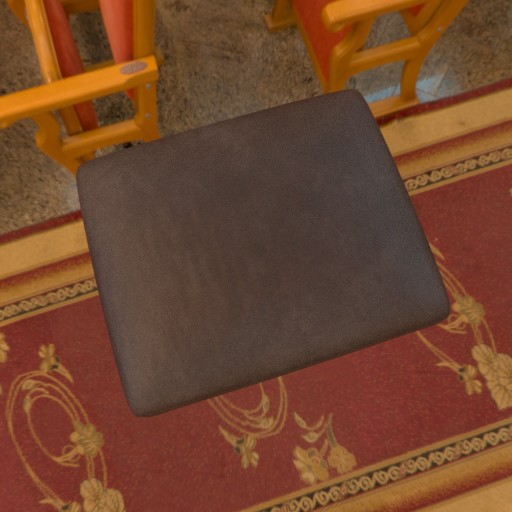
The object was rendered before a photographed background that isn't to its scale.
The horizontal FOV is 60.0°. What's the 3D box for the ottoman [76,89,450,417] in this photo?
[{"bbox_3d":[0.000,0.000,1.281,0.806,0.569,0.670,-17,76,-4],"label":"ottoman"}]
